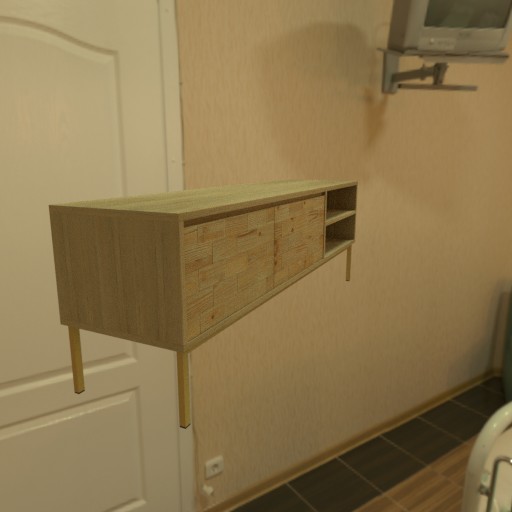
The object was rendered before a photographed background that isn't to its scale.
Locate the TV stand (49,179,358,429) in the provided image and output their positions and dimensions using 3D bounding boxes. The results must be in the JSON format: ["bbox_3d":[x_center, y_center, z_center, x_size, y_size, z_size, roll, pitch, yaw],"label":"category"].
[{"bbox_3d":[0.000,0.000,1.834,0.420,0.550,1.600,6,14,26],"label":"TV stand"}]
